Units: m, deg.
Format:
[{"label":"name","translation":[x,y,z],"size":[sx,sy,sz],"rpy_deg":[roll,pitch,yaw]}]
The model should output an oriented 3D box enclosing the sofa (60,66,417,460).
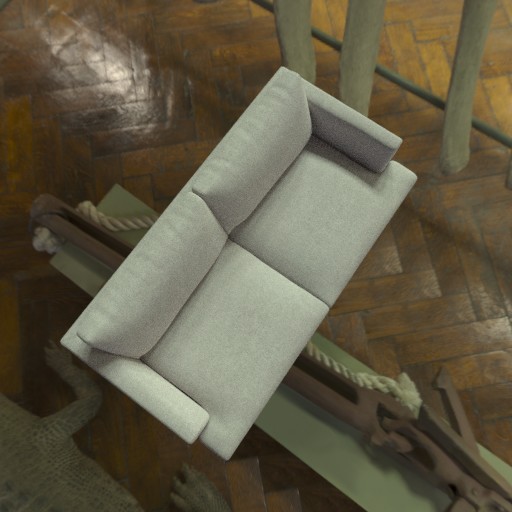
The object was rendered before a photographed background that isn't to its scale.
[{"label":"sofa","translation":[0.000,0.000,2.508],"size":[1.020,0.868,1.948],"rpy_deg":[35,79,8]}]
